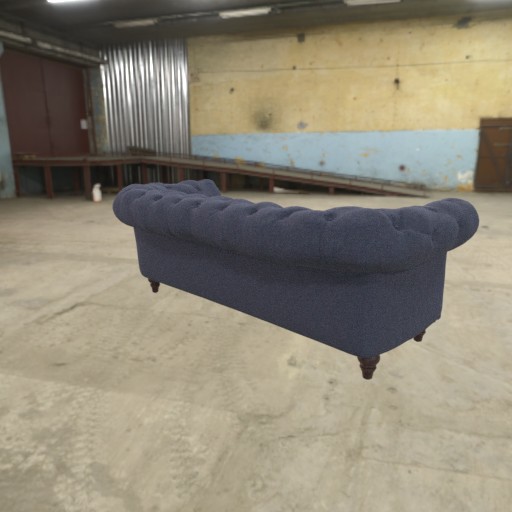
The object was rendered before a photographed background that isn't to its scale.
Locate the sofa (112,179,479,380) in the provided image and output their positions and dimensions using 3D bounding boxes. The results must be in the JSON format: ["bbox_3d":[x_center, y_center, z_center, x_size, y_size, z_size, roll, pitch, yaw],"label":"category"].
[{"bbox_3d":[0.000,0.000,2.821,1.046,0.836,2.335,-13,19,-43],"label":"sofa"}]
